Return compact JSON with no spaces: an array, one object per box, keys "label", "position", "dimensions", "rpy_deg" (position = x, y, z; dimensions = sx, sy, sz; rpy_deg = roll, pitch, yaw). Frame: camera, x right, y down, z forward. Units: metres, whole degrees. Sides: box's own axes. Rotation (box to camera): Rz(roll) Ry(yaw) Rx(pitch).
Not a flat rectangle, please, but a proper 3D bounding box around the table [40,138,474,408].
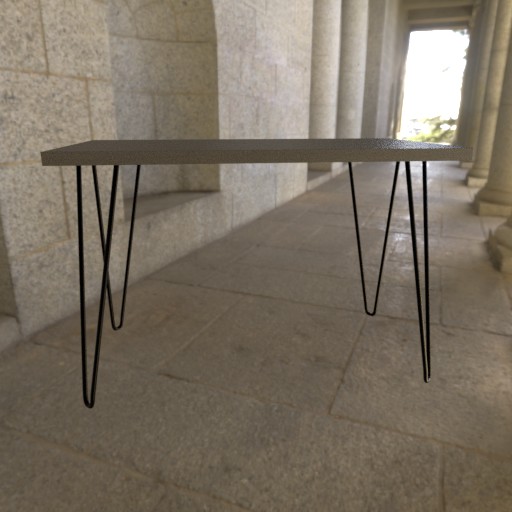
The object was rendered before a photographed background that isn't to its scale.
[{"label":"table","position":[0.000,0.000,1.340],"dimensions":[0.991,0.660,0.499],"rpy_deg":[-2,18,-7]}]
